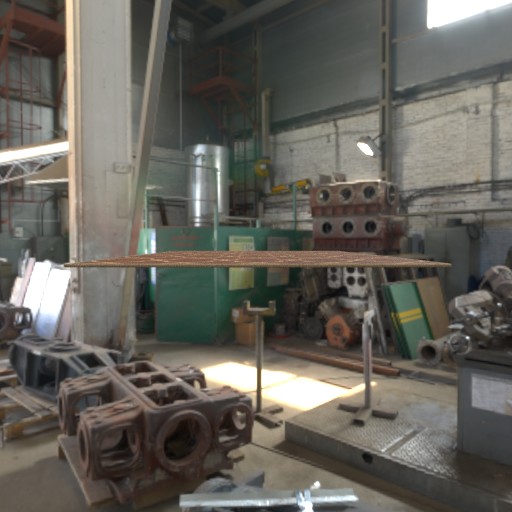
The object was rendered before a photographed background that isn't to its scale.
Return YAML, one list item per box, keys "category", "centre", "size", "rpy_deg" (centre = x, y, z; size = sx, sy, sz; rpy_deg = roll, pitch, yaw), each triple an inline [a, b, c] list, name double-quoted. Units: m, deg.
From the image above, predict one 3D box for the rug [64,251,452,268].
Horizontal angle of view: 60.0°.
- category: "rug"
  centre: [0.000, 0.000, 2.861]
  size: [1.526, 0.014, 2.290]
  rpy_deg: [0, 2, -1]
